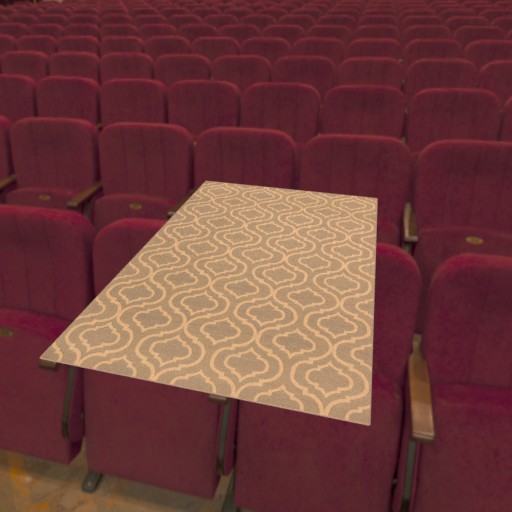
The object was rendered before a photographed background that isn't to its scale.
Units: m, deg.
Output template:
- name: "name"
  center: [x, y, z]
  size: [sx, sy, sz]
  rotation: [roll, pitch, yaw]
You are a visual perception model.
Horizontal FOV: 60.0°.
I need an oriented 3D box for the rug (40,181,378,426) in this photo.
- name: "rug"
  center: [0.000, 0.000, 2.174]
  size: [1.141, 0.015, 1.749]
  rotation: [7, 32, 12]
